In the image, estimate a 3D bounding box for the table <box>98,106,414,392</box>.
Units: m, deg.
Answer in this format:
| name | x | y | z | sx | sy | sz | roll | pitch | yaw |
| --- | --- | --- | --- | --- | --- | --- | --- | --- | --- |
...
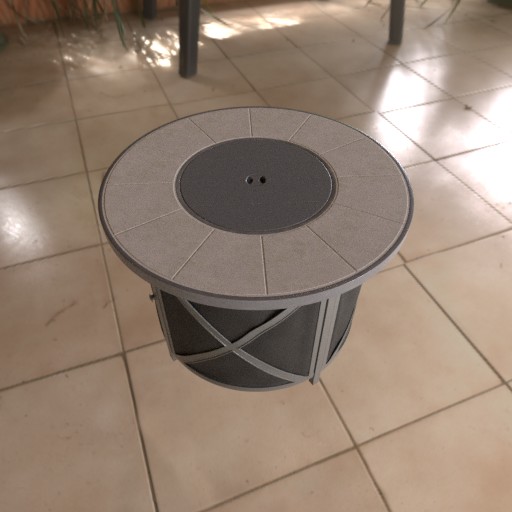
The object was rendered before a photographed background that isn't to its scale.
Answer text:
| name | x | y | z | sx | sy | sz | roll | pitch | yaw |
| --- | --- | --- | --- | --- | --- | --- | --- | --- | --- |
| table | 0.000 | 0.000 | 1.553 | 0.914 | 0.650 | 0.914 | 0 | 46 | 0 |
